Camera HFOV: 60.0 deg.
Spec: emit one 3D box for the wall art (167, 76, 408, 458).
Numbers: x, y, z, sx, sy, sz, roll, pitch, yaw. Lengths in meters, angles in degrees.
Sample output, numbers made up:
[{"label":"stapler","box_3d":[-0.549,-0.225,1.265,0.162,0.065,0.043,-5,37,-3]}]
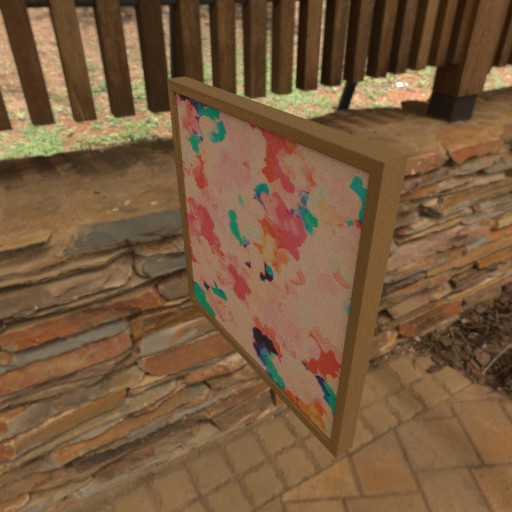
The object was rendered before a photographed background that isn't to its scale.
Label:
[{"label":"wall art","box_3d":[0.000,0.000,0.774,0.037,0.509,0.510,-21,38,-29]}]
